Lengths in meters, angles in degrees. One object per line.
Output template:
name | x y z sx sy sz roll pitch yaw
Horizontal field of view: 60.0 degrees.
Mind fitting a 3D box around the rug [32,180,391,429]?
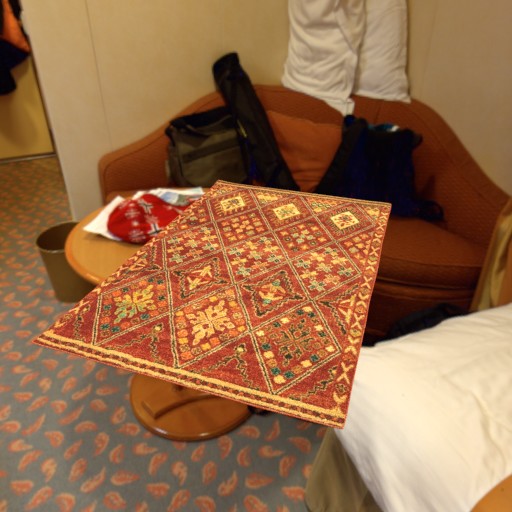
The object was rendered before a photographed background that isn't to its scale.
rug | 0.000 0.000 2.863 1.521 0.026 2.286 10 32 17
